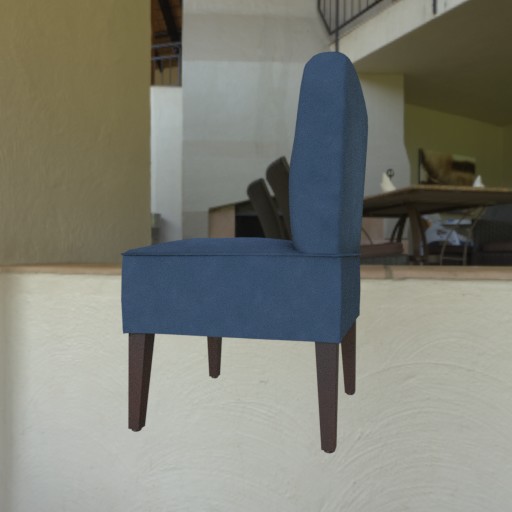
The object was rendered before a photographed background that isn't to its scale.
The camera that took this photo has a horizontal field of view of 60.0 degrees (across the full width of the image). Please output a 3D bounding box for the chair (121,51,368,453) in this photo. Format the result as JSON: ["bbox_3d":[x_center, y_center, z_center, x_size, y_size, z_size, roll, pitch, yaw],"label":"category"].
[{"bbox_3d":[0.000,0.000,1.167,0.551,0.806,0.521,0,0,18],"label":"chair"}]
